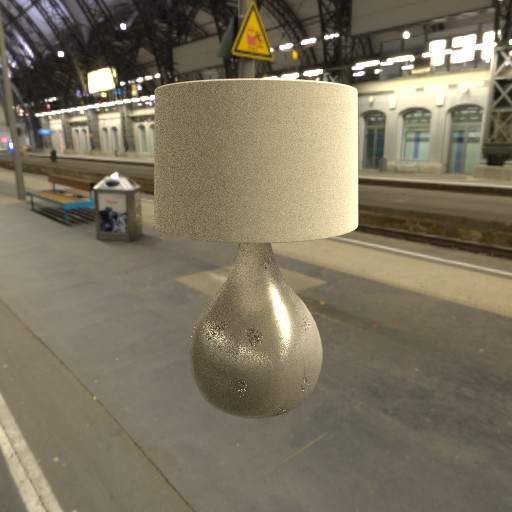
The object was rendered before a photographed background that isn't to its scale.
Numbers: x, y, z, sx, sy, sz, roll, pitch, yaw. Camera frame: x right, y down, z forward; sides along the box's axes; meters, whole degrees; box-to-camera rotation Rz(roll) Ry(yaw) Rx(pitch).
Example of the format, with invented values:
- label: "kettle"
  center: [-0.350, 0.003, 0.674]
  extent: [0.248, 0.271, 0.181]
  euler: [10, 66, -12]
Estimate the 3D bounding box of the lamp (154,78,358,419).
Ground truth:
- label: "lamp"
  center: [0.000, 0.000, 0.749]
  extent: [0.330, 0.521, 0.330]
  euler: [0, 14, 0]
